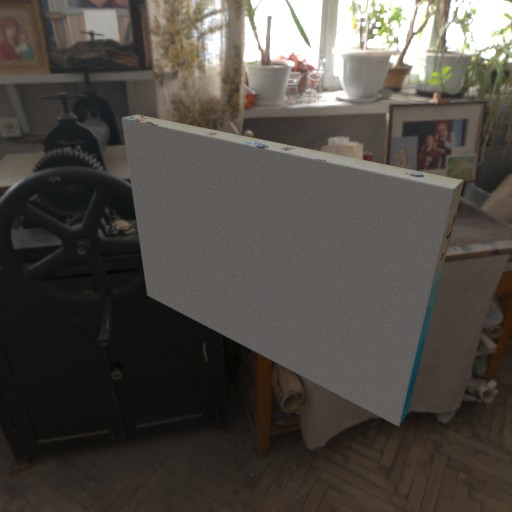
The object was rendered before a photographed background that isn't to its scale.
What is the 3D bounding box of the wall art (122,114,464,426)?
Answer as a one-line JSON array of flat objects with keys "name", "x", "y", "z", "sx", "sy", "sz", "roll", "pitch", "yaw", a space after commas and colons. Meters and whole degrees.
[{"name": "wall art", "x": 0.000, "y": 0.000, "z": 0.787, "sx": 0.609, "sy": 0.406, "sz": 0.039, "roll": 21, "pitch": 36, "yaw": 32}]
